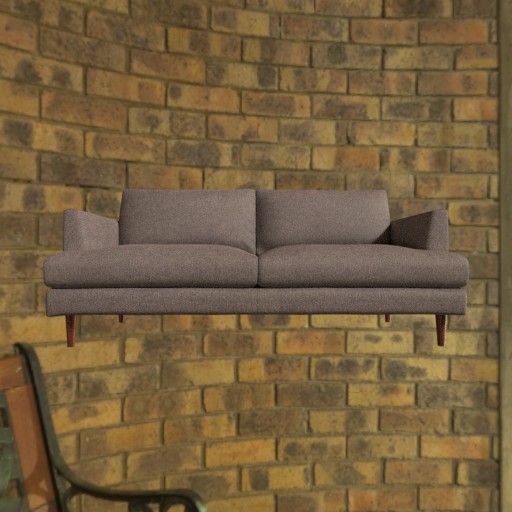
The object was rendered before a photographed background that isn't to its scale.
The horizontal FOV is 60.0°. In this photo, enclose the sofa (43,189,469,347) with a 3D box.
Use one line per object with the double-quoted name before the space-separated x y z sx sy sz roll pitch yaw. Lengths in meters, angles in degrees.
"sofa" 0.000 0.000 2.513 1.948 0.868 1.020 0 -1 -1
